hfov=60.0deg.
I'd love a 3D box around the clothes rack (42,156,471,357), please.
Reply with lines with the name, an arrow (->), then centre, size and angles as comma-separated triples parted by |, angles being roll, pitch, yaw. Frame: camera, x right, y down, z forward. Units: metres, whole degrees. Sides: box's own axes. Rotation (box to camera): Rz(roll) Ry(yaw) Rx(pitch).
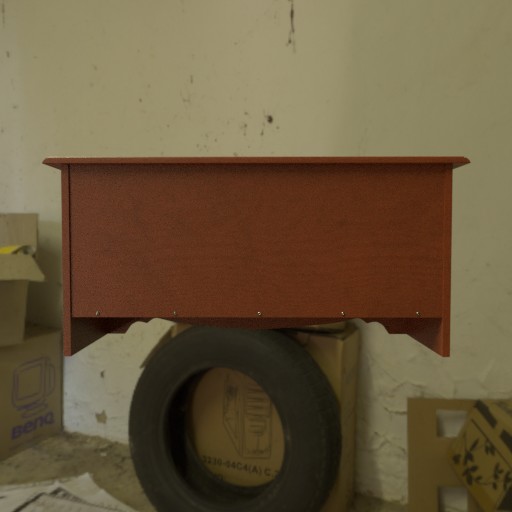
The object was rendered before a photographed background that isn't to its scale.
clothes rack -> 0.000, 0.000, 1.485 | 1.251, 0.594, 0.362 | 0, 2, 0
